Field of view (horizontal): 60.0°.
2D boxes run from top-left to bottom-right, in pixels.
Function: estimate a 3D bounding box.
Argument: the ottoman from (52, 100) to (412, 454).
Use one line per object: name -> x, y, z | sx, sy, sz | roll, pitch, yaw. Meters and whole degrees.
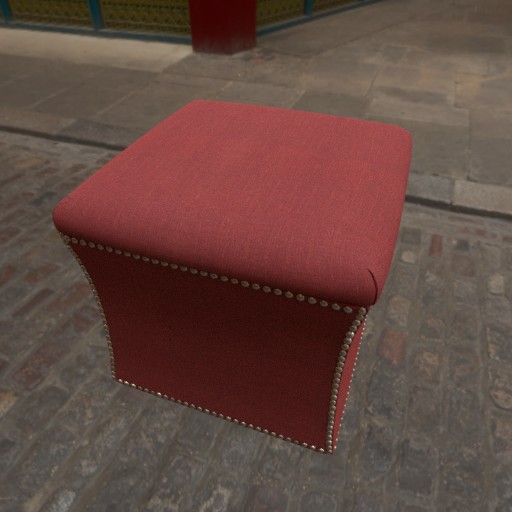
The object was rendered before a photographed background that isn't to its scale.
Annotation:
ottoman -> 0.000, 0.000, 0.893 | 0.507, 0.475, 0.497 | 13, 41, 16
